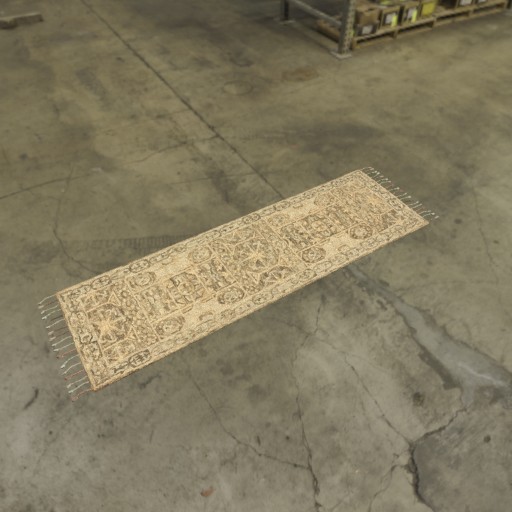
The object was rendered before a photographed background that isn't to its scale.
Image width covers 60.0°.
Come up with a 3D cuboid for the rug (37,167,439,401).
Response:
[{"bbox_3d":[0.000,0.000,2.939,2.664,0.011,0.762,-24,51,-21],"label":"rug"}]
